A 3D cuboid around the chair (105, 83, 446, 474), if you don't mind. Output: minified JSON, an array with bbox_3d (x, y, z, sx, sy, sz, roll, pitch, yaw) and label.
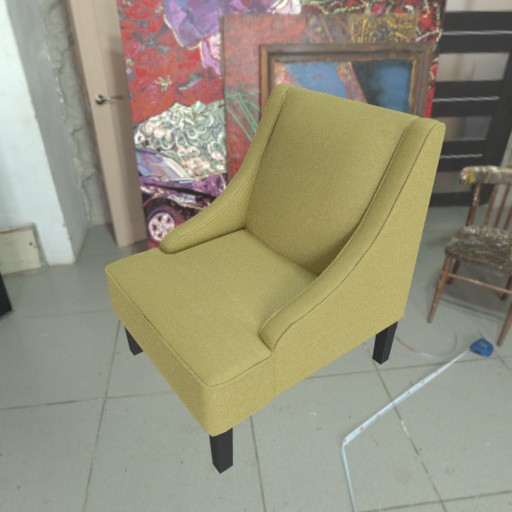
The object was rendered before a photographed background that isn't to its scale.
[{"bbox_3d":[0.000,0.000,1.457,0.814,0.896,0.696,-22,38,-31],"label":"chair"}]
